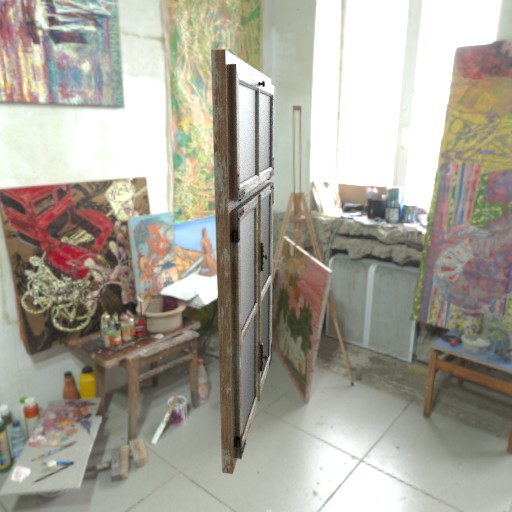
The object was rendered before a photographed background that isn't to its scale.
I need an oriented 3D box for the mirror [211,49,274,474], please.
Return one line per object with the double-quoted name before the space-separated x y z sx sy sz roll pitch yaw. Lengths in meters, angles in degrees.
"mirror" 0.000 0.000 1.543 0.083 1.213 0.707 3 17 10
